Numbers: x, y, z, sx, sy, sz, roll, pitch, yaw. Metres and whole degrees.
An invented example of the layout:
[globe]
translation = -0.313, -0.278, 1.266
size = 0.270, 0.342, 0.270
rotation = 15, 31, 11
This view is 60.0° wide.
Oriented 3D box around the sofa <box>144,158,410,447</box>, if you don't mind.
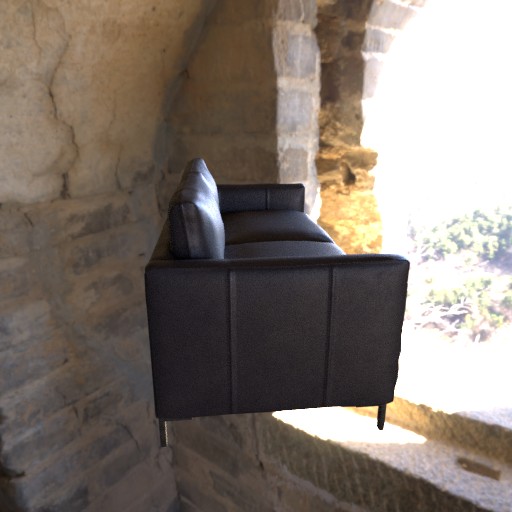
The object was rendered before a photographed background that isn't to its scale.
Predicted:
[sofa]
translation = 0.000, 0.000, 2.300
size = 0.947, 0.883, 1.805
rotation = -2, 18, -8
